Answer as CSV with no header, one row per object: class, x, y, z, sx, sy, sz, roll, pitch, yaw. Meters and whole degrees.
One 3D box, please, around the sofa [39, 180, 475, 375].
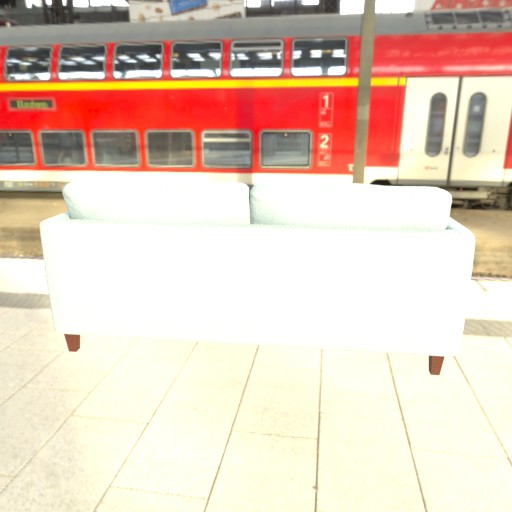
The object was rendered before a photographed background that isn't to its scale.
sofa,0.000,0.000,2.698,2.208,0.965,0.951,2,17,7
